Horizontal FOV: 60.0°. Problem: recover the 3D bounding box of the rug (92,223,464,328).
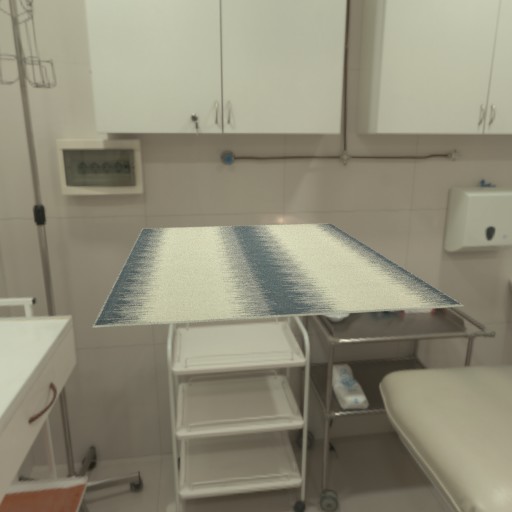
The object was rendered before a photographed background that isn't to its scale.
[{"bbox_3d":[0.000,0.000,4.301,2.453,0.004,3.037,-2,15,-8],"label":"rug"}]
